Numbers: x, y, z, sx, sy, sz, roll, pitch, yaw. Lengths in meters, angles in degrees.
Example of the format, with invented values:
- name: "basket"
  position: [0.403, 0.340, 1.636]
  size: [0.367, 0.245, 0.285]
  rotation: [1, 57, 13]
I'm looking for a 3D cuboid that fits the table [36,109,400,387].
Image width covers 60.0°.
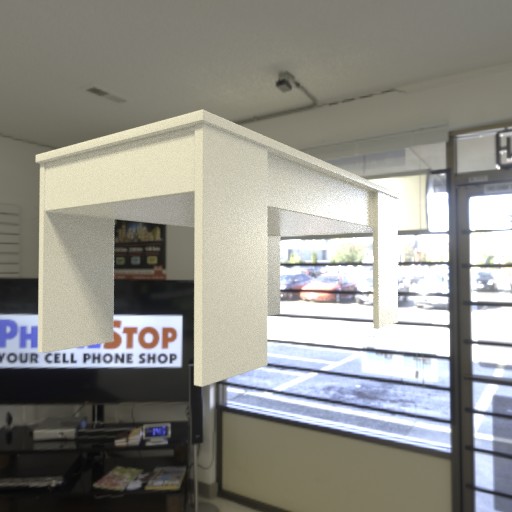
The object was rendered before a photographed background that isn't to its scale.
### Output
- name: "table"
  position: [0.000, 0.000, 1.249]
  size: [0.500, 0.440, 1.000]
  rotation: [-1, -2, 35]
